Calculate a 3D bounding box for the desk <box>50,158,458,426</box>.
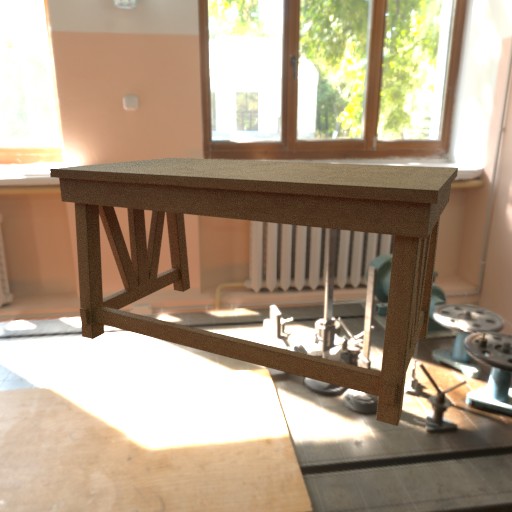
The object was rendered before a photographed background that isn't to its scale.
[{"bbox_3d":[0.000,0.000,1.953,1.499,0.762,0.813,8,18,26],"label":"desk"}]
